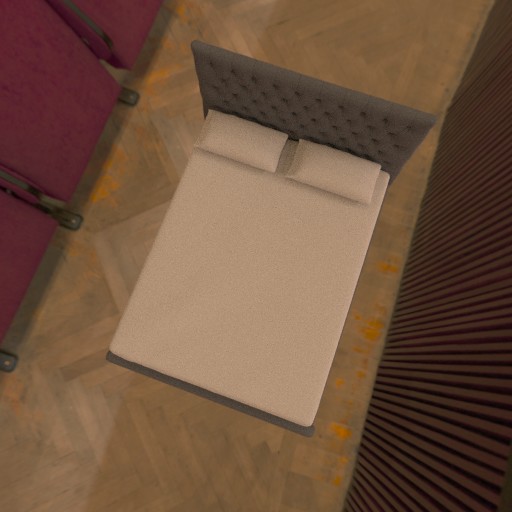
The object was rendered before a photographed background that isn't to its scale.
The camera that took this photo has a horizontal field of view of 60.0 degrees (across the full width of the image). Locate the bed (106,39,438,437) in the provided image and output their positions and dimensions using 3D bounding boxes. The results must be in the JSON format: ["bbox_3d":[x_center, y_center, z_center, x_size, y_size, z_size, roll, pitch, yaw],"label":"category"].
[{"bbox_3d":[0.000,0.000,3.322,1.698,1.427,2.231,19,78,4],"label":"bed"}]
